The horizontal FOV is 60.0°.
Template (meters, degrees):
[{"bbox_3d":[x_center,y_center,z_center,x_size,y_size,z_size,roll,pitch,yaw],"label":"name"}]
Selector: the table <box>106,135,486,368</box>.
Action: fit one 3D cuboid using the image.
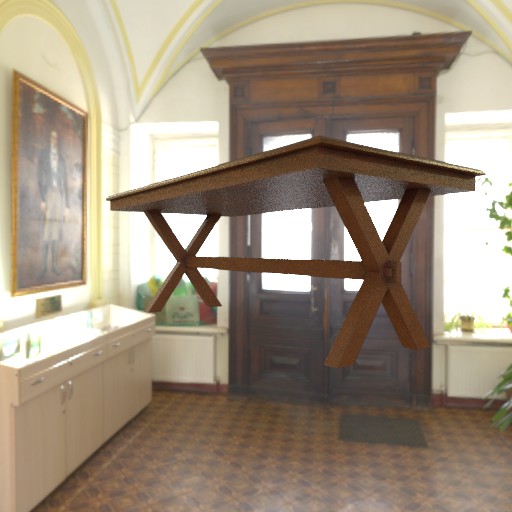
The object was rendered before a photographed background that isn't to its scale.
[{"bbox_3d":[0.000,0.000,1.454,0.594,0.459,1.197,-1,1,-36],"label":"table"}]
